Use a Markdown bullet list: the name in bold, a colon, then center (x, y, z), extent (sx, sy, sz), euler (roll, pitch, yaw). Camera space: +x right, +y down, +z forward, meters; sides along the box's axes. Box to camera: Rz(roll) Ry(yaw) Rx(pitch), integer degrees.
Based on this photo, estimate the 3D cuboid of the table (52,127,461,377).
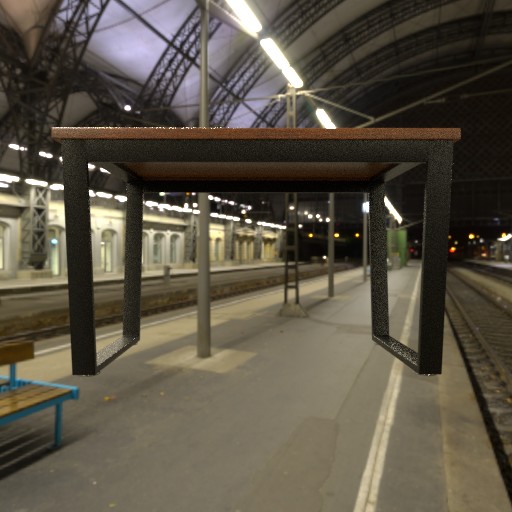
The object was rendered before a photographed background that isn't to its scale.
- **table**: center (0.000, 0.000, 1.664), extent (1.205, 0.760, 0.714), euler (0, 0, 0)
